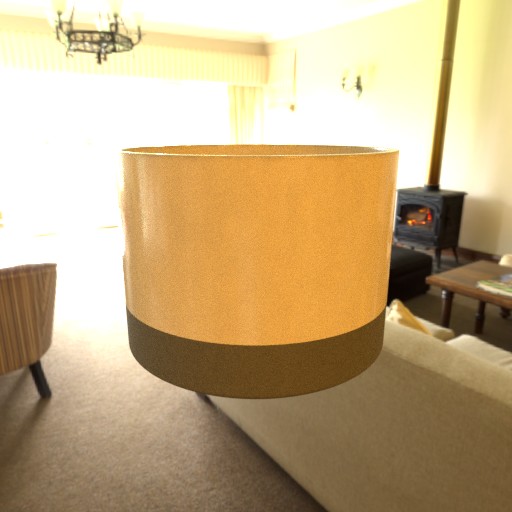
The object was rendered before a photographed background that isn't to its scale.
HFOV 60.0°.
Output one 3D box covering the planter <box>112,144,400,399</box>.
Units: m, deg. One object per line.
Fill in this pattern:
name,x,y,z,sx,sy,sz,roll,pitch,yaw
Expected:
planter,0.000,0.000,0.221,0.128,0.105,0.128,0,16,0
